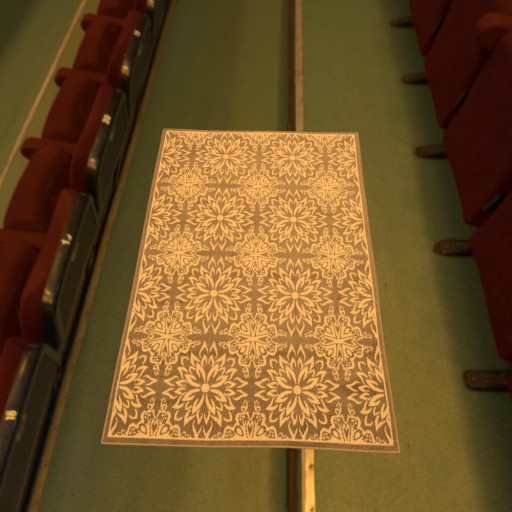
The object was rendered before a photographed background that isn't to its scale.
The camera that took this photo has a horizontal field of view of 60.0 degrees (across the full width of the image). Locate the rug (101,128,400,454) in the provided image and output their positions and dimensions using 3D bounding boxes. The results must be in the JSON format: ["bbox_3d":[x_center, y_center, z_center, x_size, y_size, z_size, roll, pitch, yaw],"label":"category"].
[{"bbox_3d":[0.000,0.000,2.290,1.224,0.012,1.847,1,58,1],"label":"rug"}]
